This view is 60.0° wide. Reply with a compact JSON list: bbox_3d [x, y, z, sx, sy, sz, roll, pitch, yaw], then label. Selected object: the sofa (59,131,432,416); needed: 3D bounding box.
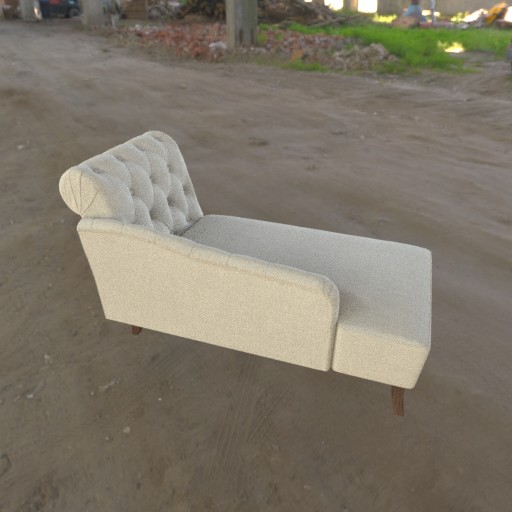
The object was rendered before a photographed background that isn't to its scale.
[{"bbox_3d":[0.000,0.000,1.826,1.379,0.787,0.675,10,32,16],"label":"sofa"}]
